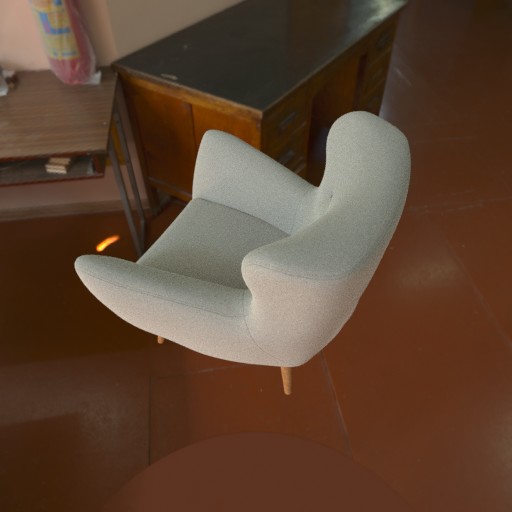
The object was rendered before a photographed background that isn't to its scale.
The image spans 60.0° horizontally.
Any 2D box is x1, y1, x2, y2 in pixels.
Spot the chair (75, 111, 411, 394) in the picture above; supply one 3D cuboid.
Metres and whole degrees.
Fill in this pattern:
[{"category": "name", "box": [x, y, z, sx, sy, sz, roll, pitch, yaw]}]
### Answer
[{"category": "chair", "box": [0.000, 0.000, 1.624, 0.889, 0.889, 0.890, 19, 50, 17]}]
